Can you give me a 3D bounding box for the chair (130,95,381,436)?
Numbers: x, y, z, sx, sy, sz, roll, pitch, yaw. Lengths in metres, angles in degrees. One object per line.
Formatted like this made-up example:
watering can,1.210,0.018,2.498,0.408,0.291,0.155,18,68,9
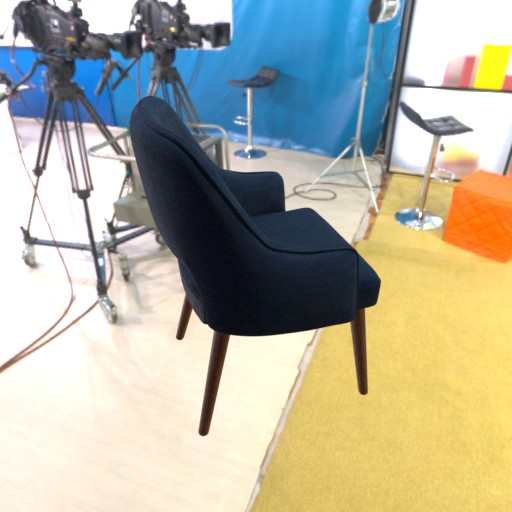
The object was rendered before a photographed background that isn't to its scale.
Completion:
chair,0.000,0.000,1.259,0.591,0.844,0.559,-9,32,-15
